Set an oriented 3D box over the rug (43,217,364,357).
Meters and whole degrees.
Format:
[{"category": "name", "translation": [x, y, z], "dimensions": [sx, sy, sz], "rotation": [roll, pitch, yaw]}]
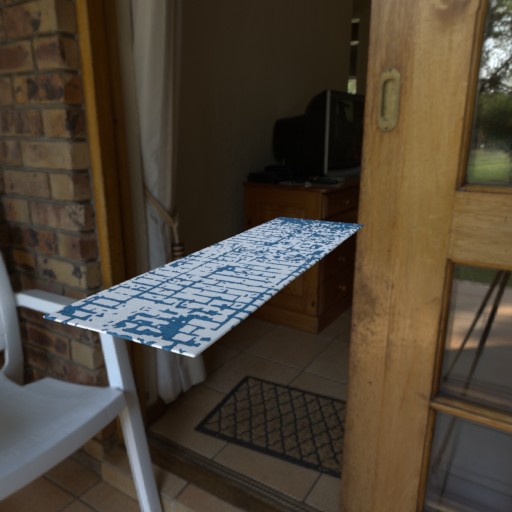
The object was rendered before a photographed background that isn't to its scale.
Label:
[{"category": "rug", "translation": [0.000, 0.000, 2.712], "dimensions": [0.750, 0.011, 2.435], "rotation": [8, 18, 25]}]
